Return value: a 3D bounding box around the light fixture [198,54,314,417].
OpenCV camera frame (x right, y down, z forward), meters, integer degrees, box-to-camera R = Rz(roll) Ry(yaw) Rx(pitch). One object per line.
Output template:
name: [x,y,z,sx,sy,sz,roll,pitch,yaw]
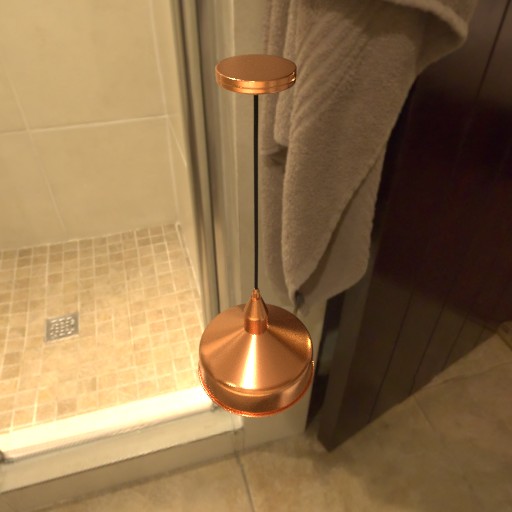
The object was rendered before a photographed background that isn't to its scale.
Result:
light fixture: [0.000,0.000,0.914,0.301,0.754,0.301,26,47,27]
